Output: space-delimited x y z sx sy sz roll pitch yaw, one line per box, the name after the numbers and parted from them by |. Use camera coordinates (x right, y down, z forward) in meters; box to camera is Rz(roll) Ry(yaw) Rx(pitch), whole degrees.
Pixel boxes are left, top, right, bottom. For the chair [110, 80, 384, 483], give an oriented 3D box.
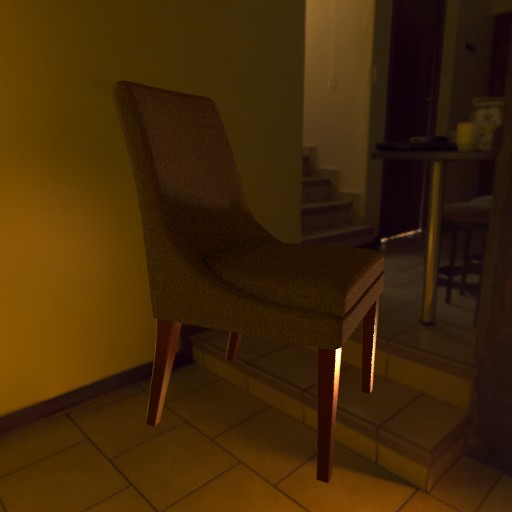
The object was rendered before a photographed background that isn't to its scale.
0.000 0.000 1.295 0.655 0.952 0.508 6 15 26 | chair
